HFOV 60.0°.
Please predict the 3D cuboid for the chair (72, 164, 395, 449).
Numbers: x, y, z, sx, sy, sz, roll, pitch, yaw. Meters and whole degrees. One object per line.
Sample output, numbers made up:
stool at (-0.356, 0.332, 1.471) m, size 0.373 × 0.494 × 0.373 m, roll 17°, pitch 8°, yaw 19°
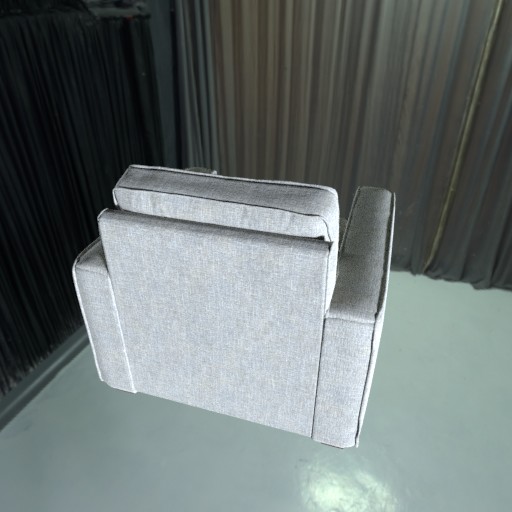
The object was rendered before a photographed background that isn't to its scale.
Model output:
chair at (0.000, 0.000, 1.756) m, size 1.016 × 0.914 × 0.940 m, roll 9°, pitch 34°, yaw 14°
